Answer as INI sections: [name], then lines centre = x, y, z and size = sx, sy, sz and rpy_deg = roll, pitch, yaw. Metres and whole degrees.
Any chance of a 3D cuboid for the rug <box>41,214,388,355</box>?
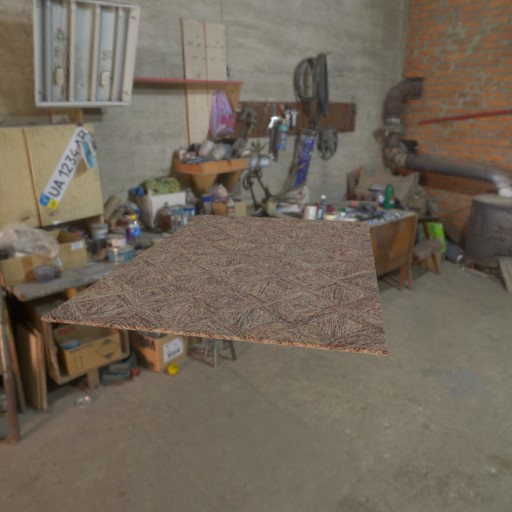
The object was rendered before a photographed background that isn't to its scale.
[rug]
centre = 0.000, 0.000, 2.935
size = 1.523, 0.019, 2.285
rpy_deg = 4, 18, 11
